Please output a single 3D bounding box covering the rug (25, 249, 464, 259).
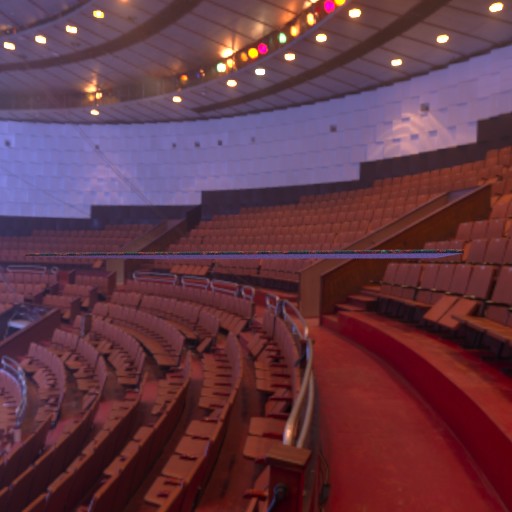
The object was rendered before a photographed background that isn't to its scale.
[{"bbox_3d":[0.000,0.000,2.321,1.836,0.014,1.216,0,-1,18],"label":"rug"}]
